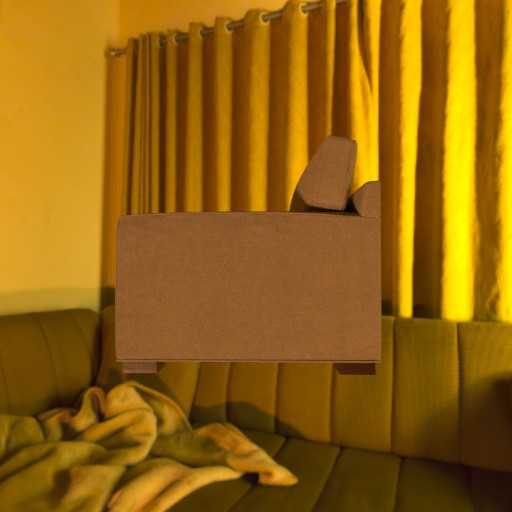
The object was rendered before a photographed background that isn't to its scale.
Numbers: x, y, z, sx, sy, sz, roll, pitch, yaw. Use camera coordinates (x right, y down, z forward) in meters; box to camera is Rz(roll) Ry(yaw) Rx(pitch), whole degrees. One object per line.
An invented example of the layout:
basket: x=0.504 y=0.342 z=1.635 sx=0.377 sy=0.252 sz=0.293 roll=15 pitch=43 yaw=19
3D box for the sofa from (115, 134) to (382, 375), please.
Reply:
sofa: x=0.000 y=0.000 z=2.577 sx=0.936 sy=0.862 sz=2.093 roll=0 pitch=-1 yaw=2
